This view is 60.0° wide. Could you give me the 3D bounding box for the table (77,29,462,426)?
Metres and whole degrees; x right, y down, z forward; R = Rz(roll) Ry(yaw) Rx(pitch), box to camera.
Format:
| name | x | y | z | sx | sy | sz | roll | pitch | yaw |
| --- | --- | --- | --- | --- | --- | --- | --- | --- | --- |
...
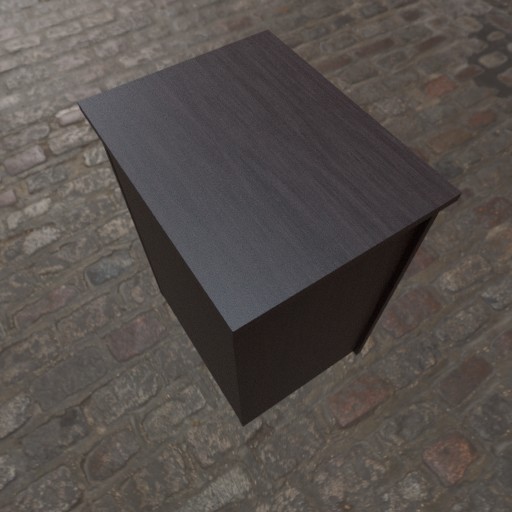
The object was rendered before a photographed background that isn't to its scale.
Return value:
| name | x | y | z | sx | sy | sz | roll | pitch | yaw |
| --- | --- | --- | --- | --- | --- | --- | --- | --- | --- |
| table | 0.000 | 0.000 | 0.937 | 0.381 | 0.635 | 0.480 | -29 | 62 | -17 |
